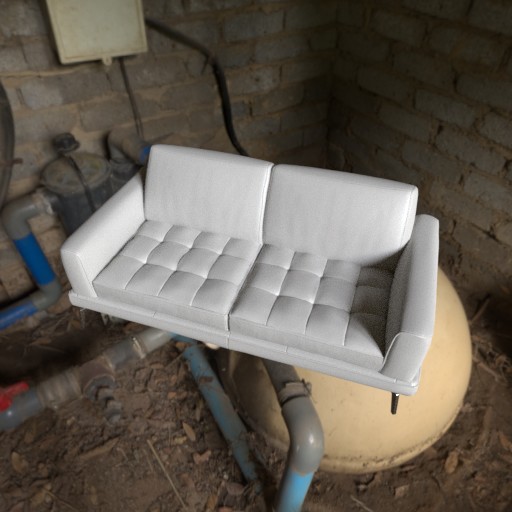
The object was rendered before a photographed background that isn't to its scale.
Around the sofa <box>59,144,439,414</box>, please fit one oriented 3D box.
[{"bbox_3d":[0.000,0.000,2.803,2.177,0.930,1.121,12,42,14],"label":"sofa"}]
